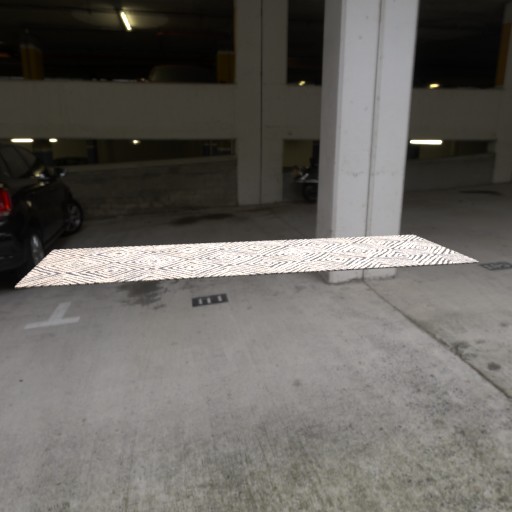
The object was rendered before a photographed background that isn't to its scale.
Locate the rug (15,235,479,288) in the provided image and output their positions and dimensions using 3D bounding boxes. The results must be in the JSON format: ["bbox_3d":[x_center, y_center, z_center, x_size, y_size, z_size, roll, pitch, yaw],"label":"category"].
[{"bbox_3d":[0.000,0.000,2.459,2.277,0.008,0.676,-3,15,-10],"label":"rug"}]
